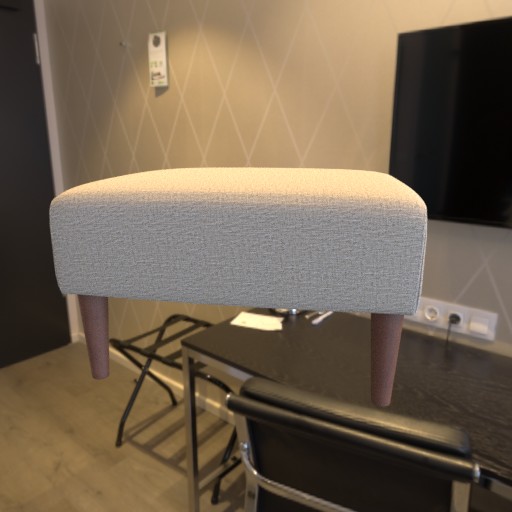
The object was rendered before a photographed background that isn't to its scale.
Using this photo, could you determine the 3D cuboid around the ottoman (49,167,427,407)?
[{"bbox_3d":[0.000,0.000,1.053,0.650,0.398,0.649,2,15,10],"label":"ottoman"}]
